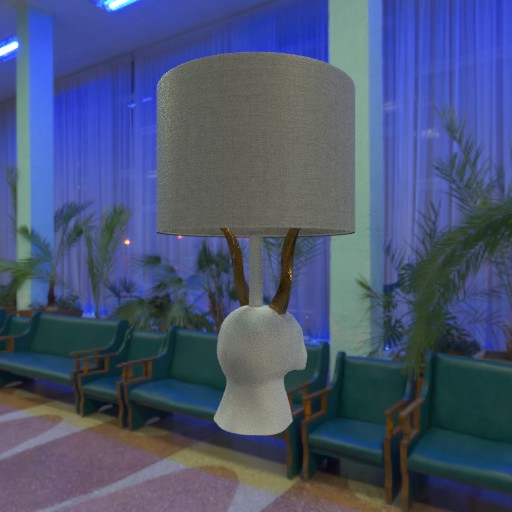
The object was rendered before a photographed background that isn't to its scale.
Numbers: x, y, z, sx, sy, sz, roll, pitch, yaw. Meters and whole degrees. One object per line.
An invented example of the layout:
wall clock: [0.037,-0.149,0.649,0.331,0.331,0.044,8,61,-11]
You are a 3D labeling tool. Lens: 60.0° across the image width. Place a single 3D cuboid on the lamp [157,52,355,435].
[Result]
lamp: [0.000,0.000,0.683,0.298,0.503,0.298,0,0,36]
